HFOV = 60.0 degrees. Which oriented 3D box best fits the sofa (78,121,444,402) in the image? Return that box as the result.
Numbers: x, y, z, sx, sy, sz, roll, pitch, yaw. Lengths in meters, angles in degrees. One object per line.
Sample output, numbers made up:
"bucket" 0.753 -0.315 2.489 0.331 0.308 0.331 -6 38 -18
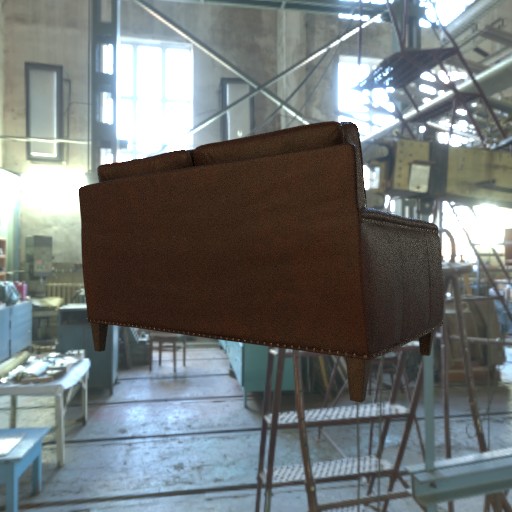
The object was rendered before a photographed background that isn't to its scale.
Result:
"sofa" 0.000 0.000 2.272 1.628 1.003 1.083 0 -1 35
